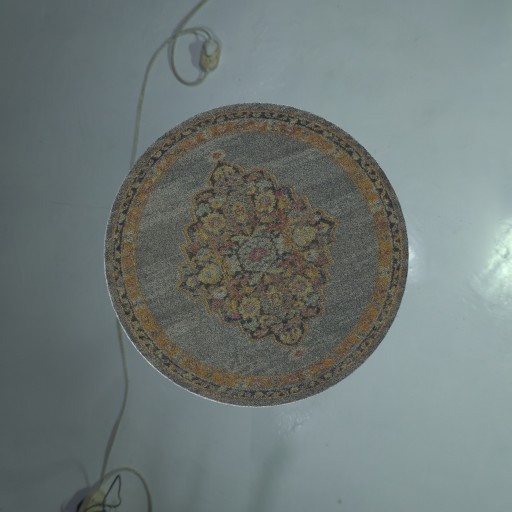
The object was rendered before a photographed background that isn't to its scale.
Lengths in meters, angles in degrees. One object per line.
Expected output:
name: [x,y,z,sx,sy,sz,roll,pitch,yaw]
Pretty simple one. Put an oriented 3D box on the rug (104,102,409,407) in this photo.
rug: [0.000,0.000,2.323,1.598,0.010,1.598,0,91,0]
